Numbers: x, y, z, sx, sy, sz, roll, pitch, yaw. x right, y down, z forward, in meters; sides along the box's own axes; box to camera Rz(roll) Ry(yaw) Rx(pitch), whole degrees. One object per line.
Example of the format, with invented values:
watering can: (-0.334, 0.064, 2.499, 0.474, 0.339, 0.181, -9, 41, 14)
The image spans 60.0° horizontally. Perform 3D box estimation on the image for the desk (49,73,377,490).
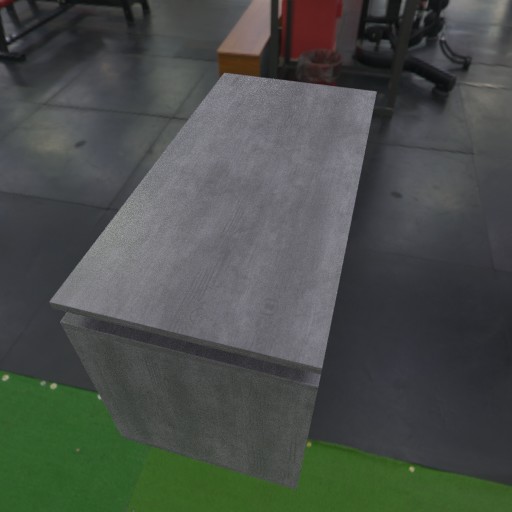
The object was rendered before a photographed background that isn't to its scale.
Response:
desk: (0.000, 0.000, 1.576, 0.600, 0.740, 1.200, 11, 47, 11)
